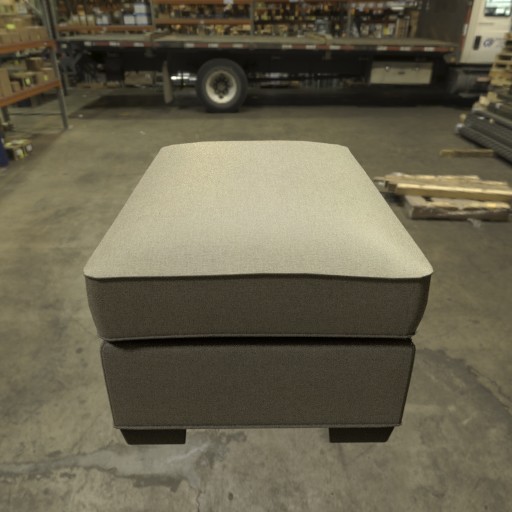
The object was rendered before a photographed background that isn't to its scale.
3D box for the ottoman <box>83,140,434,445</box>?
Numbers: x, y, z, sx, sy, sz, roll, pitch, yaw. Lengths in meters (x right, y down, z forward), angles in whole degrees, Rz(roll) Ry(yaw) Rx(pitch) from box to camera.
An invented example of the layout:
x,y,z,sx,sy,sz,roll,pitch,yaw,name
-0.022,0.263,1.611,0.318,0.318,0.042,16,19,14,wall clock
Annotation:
x,y,z,sx,sy,sz,roll,pitch,yaw,name
0.000,0.000,1.206,0.619,0.504,0.843,0,29,-1,ottoman
